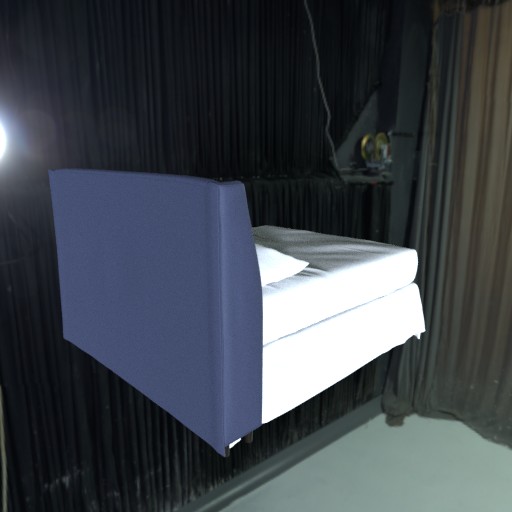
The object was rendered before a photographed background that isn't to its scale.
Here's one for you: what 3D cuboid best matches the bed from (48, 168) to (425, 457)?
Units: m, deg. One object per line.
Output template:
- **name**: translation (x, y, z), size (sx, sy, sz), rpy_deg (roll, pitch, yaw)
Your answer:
- **bed**: translation (0.000, 0.000, 3.360), size (2.276, 1.332, 1.925), rpy_deg (-13, 18, -43)
